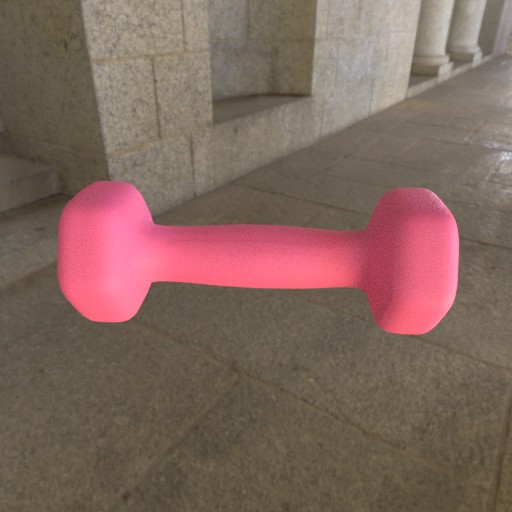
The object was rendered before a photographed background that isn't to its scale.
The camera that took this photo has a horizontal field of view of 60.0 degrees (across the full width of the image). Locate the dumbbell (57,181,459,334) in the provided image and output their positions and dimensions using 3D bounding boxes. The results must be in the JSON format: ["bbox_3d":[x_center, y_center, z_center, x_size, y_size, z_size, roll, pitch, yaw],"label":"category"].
[{"bbox_3d":[0.000,0.000,0.176,0.146,0.053,0.058,2,29,4],"label":"dumbbell"}]
